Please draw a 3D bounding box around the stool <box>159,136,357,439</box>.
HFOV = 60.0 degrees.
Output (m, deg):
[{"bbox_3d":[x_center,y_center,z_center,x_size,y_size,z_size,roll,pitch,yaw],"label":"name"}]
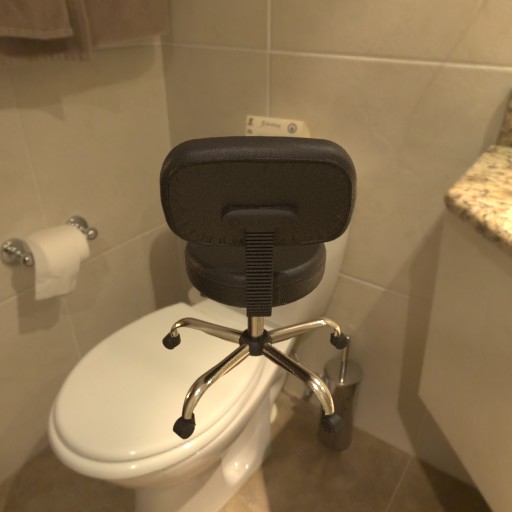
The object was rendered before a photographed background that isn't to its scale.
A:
[{"bbox_3d":[0.000,0.000,1.325,0.673,0.862,0.648,-1,30,-1],"label":"stool"}]
